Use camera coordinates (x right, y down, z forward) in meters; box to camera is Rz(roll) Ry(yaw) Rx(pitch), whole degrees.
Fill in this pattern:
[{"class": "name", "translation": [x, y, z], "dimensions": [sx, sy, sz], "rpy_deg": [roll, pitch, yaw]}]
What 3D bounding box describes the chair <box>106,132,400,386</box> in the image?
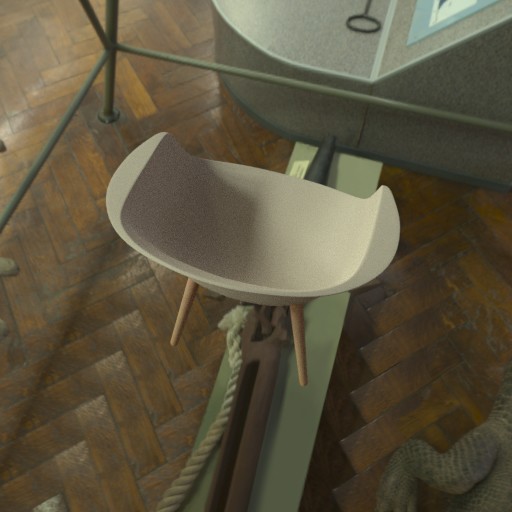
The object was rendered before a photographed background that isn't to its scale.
[{"class": "chair", "translation": [0.000, 0.000, 1.164], "dimensions": [0.593, 0.781, 0.504], "rpy_deg": [15, 65, 7]}]
